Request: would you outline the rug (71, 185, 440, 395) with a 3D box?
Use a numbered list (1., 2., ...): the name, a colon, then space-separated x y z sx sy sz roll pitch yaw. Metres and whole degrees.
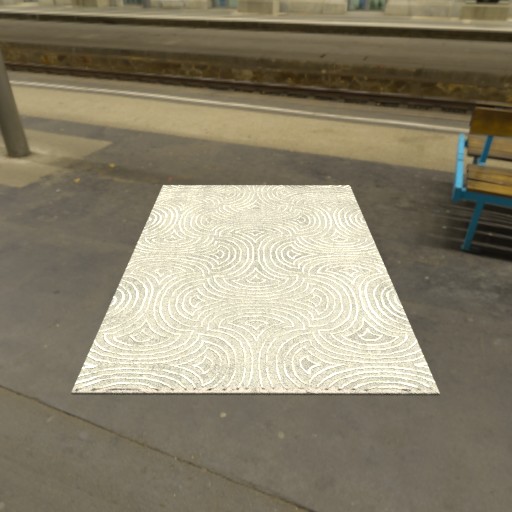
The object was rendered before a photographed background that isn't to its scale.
1. rug: 0.000 0.000 2.753 1.543 0.015 2.144 0 33 0
